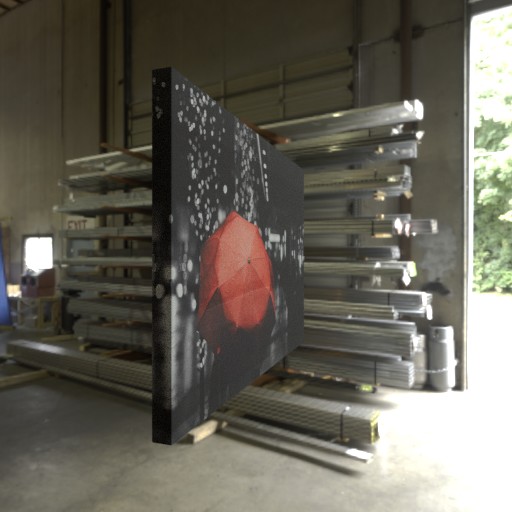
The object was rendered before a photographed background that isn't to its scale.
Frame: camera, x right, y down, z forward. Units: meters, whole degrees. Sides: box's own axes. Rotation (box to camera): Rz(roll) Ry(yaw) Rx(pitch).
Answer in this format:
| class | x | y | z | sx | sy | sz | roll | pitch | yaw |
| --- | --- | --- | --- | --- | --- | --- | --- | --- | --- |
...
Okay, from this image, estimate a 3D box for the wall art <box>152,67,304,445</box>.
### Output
| class | x | y | z | sx | sy | sz | roll | pitch | yaw |
| --- | --- | --- | --- | --- | --- | --- | --- | --- | --- |
| wall art | 0.000 | 0.000 | 1.147 | 0.038 | 0.609 | 0.914 | 0 | 0 | 20 |
